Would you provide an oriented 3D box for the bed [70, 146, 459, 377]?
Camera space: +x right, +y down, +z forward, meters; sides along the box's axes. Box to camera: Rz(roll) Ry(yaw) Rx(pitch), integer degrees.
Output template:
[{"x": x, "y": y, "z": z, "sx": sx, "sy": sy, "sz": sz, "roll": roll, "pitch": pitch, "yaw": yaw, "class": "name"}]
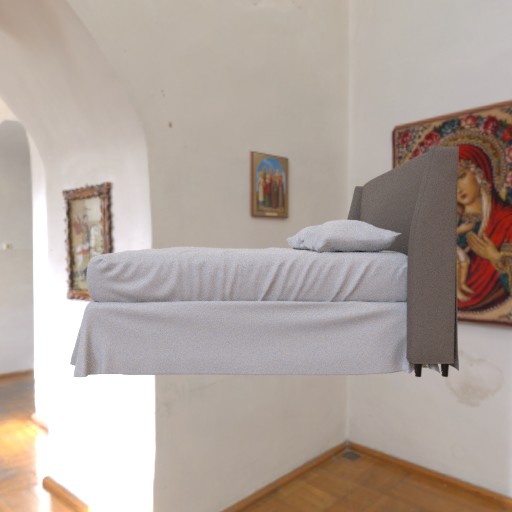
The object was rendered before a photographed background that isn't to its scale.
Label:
[{"x": 0.000, "y": 0.000, "z": 3.417, "sx": 2.276, "sy": 1.332, "sz": 1.925, "roll": 0, "pitch": 2, "yaw": -1, "class": "bed"}]
